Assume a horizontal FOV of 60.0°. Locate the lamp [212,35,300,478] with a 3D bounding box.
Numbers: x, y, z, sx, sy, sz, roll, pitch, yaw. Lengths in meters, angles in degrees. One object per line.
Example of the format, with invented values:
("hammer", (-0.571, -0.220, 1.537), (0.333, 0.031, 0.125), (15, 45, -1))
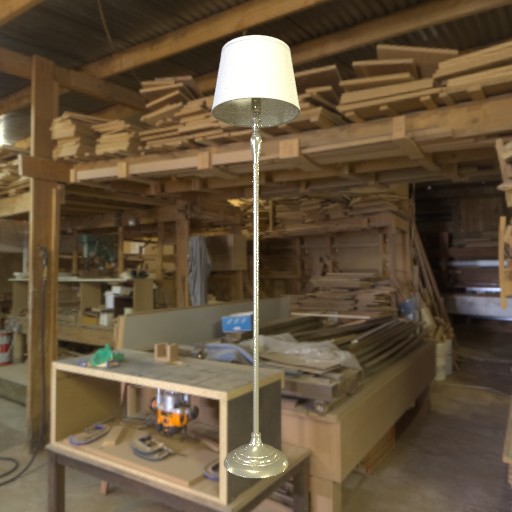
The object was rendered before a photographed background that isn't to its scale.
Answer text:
("lamp", (0.000, 0.000, 1.629), (0.327, 1.506, 0.327), (-1, -1, 36))
